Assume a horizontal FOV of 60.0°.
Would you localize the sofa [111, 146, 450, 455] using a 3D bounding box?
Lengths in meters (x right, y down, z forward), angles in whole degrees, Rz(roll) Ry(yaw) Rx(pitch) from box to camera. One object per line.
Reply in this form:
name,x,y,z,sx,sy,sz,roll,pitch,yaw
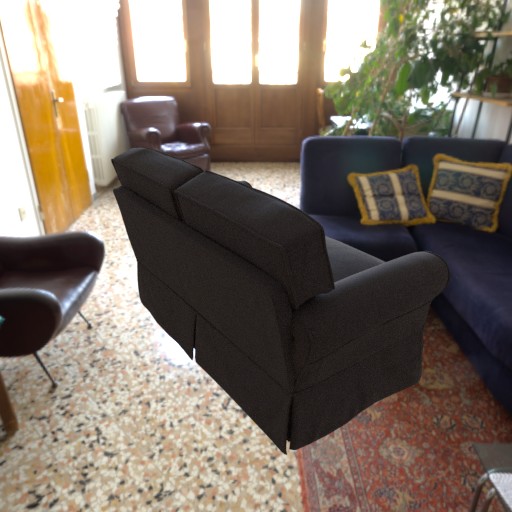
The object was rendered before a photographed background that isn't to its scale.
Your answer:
sofa,0.000,0.000,2.447,0.997,1.059,1.801,-17,30,-32
